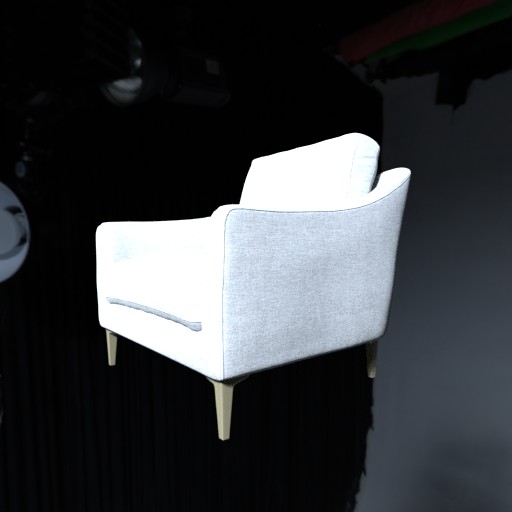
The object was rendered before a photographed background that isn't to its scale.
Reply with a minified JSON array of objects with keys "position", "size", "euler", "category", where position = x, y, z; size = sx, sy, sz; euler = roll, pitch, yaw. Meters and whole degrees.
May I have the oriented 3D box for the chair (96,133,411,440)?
[{"position":[0.000,0.000,1.718],"size":[0.961,0.902,0.986],"euler":[-1,2,-36],"category":"chair"}]
